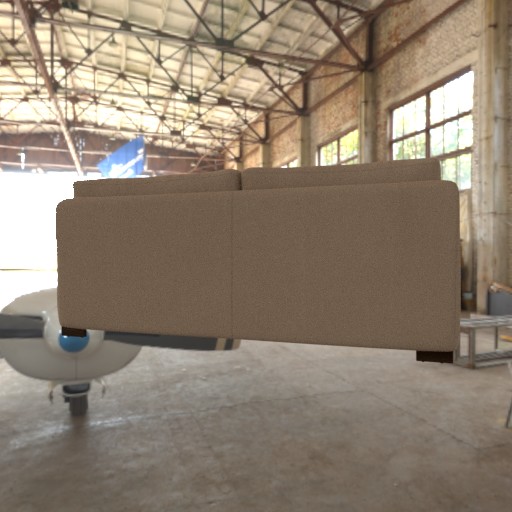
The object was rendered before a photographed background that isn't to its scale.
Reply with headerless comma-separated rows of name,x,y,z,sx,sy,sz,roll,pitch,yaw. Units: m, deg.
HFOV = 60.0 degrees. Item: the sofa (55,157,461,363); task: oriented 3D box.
sofa,0.000,0.000,2.640,2.147,0.925,0.929,0,0,18
